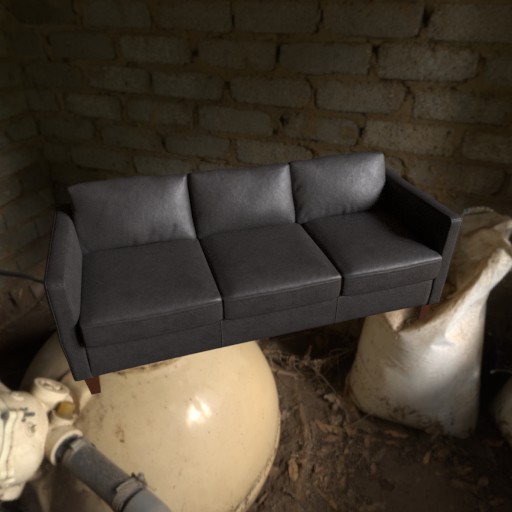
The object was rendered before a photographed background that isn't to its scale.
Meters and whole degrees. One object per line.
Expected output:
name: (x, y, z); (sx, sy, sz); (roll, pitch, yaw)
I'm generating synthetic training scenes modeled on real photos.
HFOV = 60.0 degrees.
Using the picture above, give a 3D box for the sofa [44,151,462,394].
sofa: (0.000, 0.000, 2.976); (2.464, 1.006, 1.045); (-9, 33, -15)
